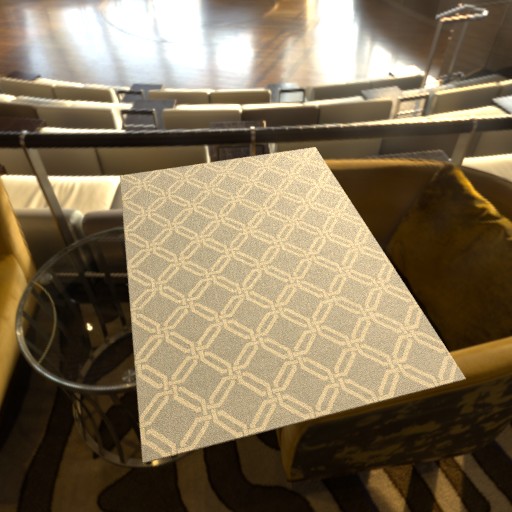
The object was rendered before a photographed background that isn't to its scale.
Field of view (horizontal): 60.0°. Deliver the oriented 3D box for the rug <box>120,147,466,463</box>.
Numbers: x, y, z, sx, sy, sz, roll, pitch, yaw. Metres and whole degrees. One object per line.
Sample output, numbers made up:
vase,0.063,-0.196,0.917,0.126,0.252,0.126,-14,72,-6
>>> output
rug,0.000,0.000,4.300,2.438,0.013,3.353,-11,47,-10
